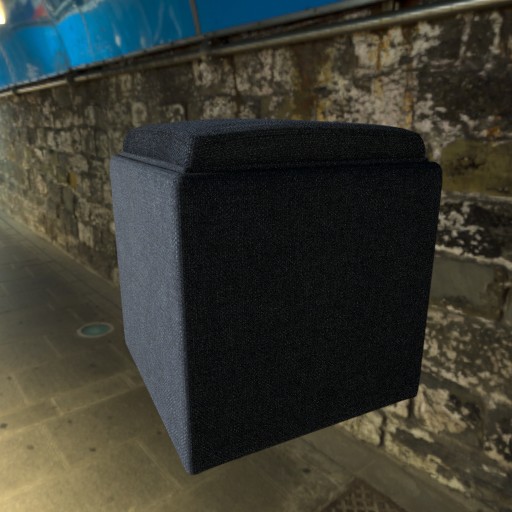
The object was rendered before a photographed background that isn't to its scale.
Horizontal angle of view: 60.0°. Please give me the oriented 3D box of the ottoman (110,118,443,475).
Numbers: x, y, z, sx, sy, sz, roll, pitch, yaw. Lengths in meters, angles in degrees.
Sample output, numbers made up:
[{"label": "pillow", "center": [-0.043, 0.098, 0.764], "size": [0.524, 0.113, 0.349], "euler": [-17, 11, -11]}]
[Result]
[{"label": "ottoman", "center": [0.000, 0.000, 0.833], "size": [0.436, 0.493, 0.454], "euler": [-8, 18, -26]}]
